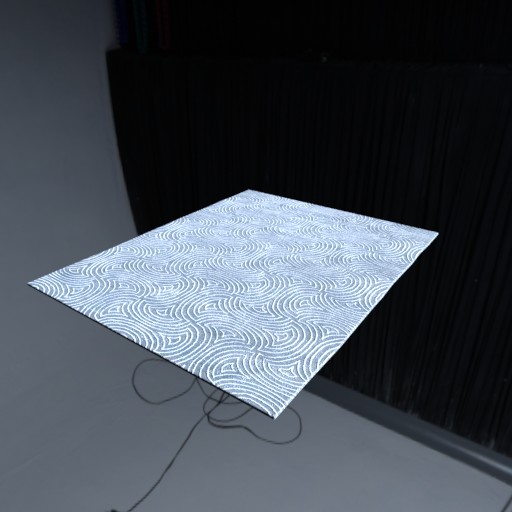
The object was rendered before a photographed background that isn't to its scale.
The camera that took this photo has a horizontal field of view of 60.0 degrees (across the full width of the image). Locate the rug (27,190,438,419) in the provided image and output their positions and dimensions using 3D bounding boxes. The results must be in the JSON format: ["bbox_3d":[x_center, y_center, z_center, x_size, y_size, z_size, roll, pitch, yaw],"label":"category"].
[{"bbox_3d":[0.000,0.000,4.100,2.456,0.021,3.042,18,32,32],"label":"rug"}]
